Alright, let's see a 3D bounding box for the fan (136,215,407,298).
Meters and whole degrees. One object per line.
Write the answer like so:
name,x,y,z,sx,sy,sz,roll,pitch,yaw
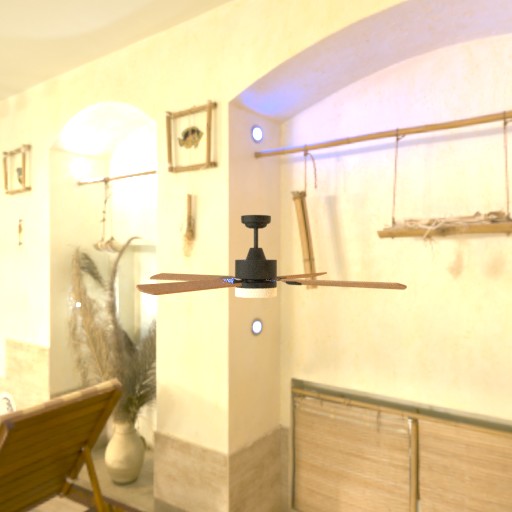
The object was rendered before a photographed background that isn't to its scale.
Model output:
fan,0.000,0.000,1.976,1.320,0.355,1.320,0,0,34
